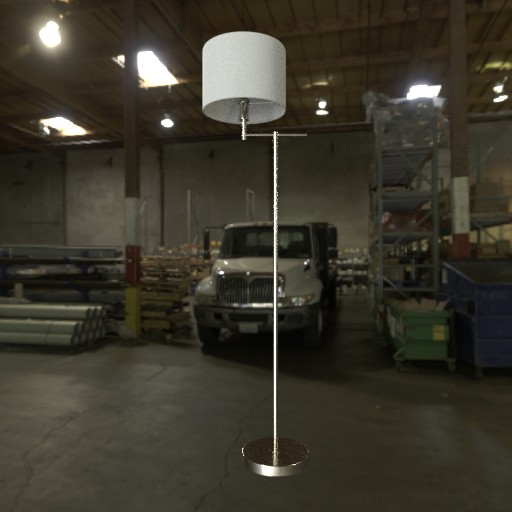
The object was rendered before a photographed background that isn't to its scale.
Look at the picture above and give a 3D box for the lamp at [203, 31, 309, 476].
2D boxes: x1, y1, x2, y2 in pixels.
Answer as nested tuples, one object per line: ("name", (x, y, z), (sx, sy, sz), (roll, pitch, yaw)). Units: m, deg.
("lamp", (0.000, 0.000, 1.740), (0.416, 1.600, 0.324), (0, 0, 0))
